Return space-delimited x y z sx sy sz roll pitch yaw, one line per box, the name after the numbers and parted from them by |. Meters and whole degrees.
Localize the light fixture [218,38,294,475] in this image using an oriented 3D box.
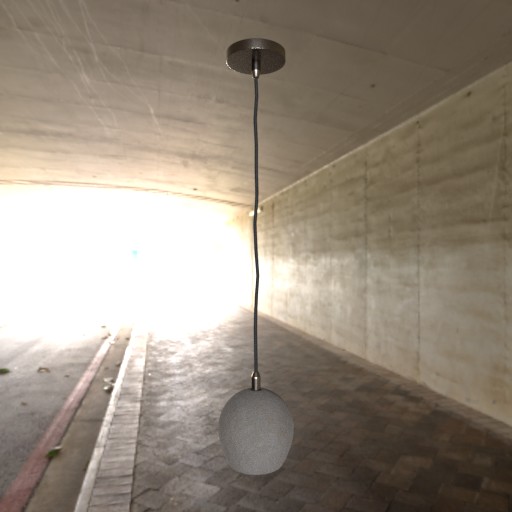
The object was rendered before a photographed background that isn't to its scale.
0.000 0.000 0.827 0.139 0.764 0.139 0 -1 20 | light fixture
